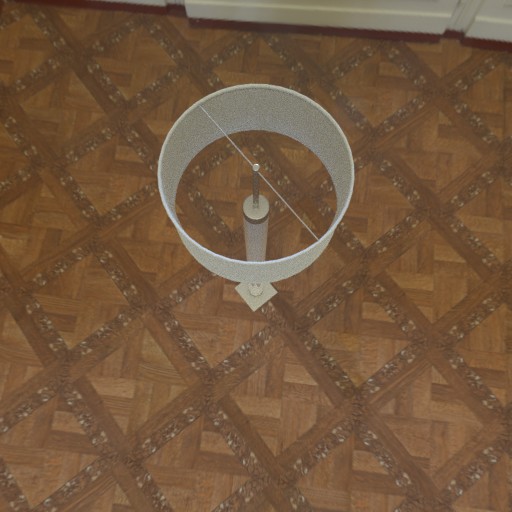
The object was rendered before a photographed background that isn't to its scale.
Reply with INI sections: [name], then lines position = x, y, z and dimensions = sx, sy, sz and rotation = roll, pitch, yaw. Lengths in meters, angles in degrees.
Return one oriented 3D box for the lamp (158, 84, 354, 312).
[lamp]
position = 0.000, 0.000, 1.646
dimensions = 0.420, 1.475, 0.420
rotation = -38, 79, -9
